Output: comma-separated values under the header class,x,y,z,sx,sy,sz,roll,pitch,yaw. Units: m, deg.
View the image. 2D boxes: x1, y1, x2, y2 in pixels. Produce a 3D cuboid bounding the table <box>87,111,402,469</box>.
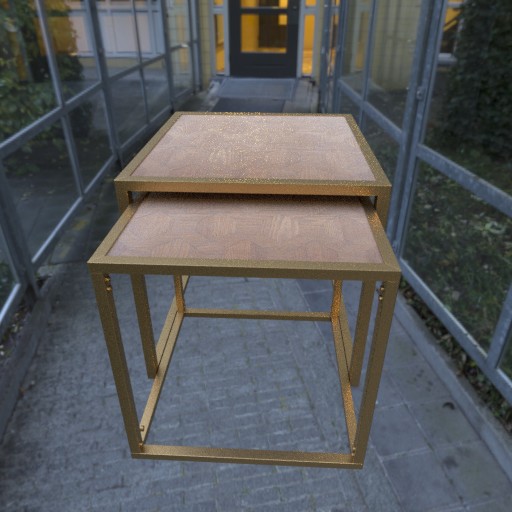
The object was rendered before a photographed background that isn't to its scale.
class,x,y,z,sx,sy,sz,roll,pitch,yaw
table,0.000,0.000,1.070,0.505,0.505,0.762,1,31,2
